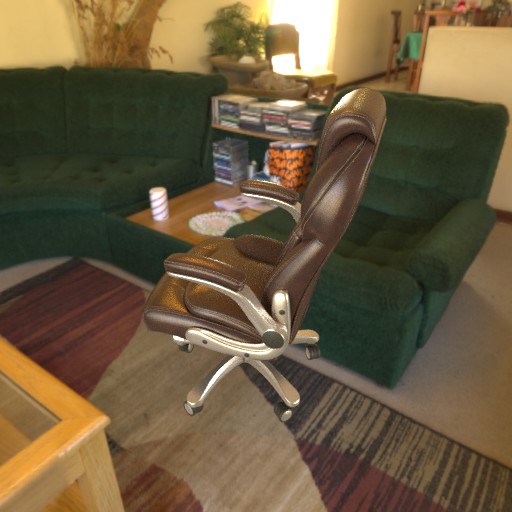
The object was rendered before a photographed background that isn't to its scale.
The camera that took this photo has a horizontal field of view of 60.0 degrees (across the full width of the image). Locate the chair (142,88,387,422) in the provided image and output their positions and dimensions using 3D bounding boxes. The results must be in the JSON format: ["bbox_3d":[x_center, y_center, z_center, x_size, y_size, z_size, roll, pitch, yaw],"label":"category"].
[{"bbox_3d":[0.000,0.000,1.625,0.774,1.160,0.733,9,31,16],"label":"chair"}]
